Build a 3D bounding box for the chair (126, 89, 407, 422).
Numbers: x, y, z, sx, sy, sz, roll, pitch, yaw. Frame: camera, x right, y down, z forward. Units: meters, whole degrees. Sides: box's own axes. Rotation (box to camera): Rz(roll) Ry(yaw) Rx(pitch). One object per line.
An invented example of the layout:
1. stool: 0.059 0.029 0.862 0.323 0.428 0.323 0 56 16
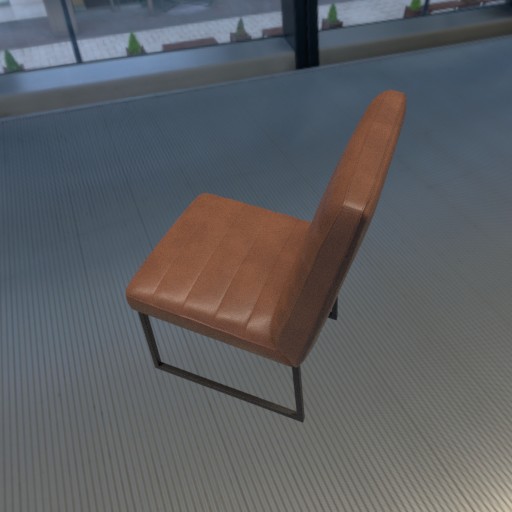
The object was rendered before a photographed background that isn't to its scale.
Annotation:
1. chair: 0.000 0.000 1.336 0.634 0.930 0.520 16 47 15
